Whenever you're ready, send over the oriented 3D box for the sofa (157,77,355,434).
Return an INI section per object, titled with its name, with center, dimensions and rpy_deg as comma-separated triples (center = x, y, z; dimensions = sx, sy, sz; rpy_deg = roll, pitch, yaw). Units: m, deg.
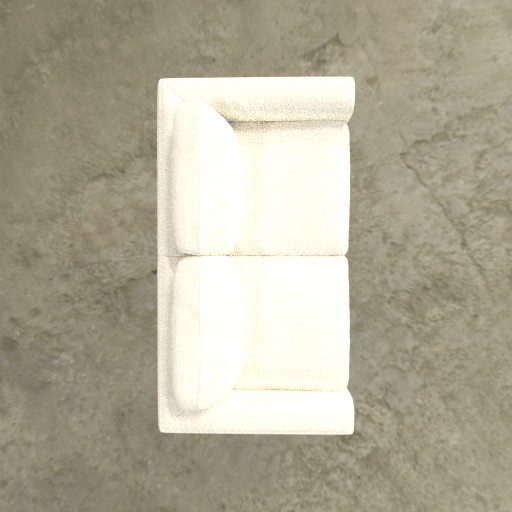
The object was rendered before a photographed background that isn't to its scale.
[sofa]
center = 0.000, 0.000, 2.493
dimensions = 1.069, 0.801, 1.920
rpy_deg = 0, 91, 2
